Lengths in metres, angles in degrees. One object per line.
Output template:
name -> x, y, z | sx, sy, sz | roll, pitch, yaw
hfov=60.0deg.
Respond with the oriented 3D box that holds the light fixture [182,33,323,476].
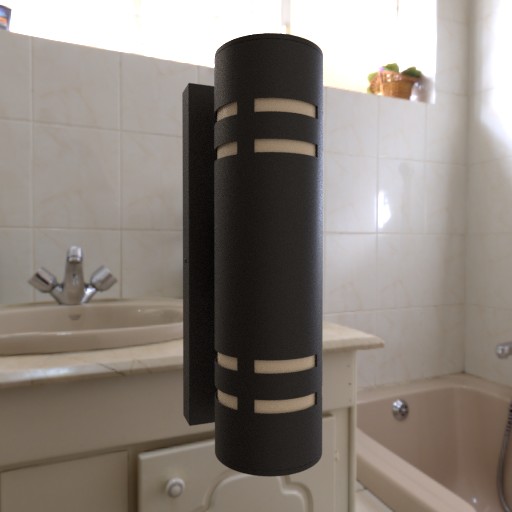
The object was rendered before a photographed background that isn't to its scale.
light fixture -> 0.000, 0.000, 0.401 | 0.105, 0.330, 0.149 | 0, 1, -21
